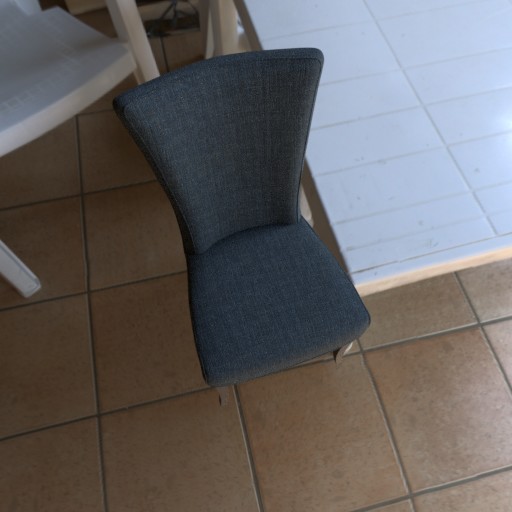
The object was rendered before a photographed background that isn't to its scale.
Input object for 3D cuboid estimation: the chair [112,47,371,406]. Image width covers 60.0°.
[{"bbox_3d":[0.000,0.000,1.362,0.520,0.991,0.660,-17,64,-9],"label":"chair"}]
